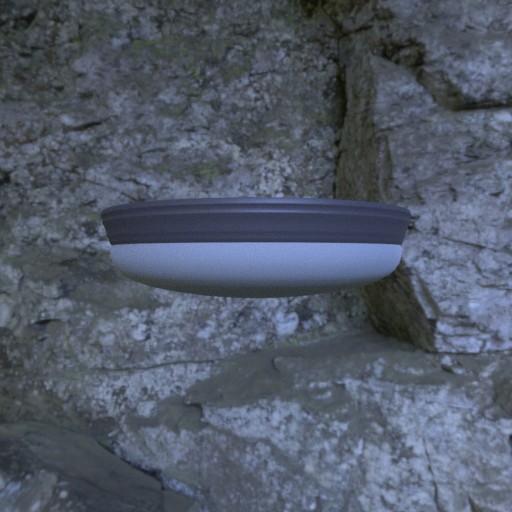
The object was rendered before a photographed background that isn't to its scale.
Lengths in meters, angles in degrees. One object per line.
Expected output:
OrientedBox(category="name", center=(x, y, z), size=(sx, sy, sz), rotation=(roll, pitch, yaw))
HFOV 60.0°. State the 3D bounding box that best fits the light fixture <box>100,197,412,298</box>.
OrientedBox(category="light fixture", center=(0.000, 0.000, 0.556), size=(0.368, 0.100, 0.368), rotation=(0, 0, 0))
